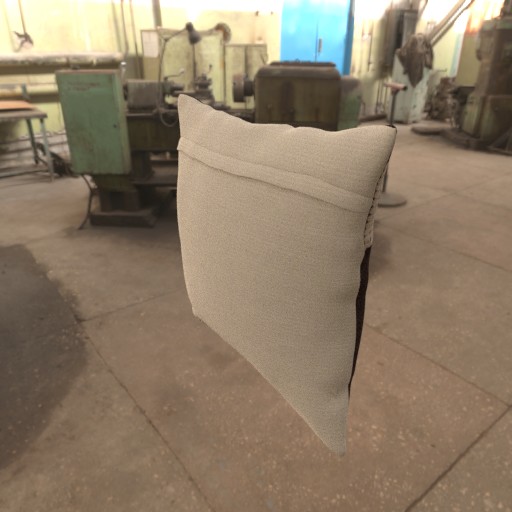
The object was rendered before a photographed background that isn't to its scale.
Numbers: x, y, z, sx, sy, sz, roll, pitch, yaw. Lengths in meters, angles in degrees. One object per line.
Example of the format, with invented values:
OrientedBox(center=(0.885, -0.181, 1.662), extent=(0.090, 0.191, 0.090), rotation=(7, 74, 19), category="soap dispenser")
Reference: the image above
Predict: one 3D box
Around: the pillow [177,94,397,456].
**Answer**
OrientedBox(center=(0.000, 0.000, 0.723), extent=(0.178, 0.473, 0.475), rotation=(-17, 31, -32), category="pillow")
